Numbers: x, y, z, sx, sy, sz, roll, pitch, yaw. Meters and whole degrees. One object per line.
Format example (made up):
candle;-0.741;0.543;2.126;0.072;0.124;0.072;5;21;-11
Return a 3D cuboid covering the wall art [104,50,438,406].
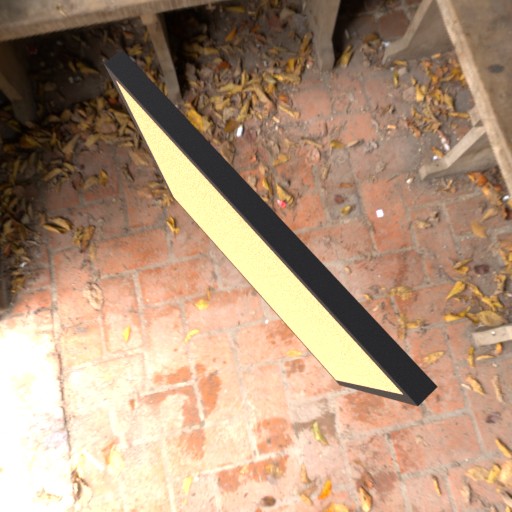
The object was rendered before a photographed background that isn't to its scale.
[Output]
wall art;0.000;0.000;0.741;0.030;0.454;0.554;-40;80;-9
